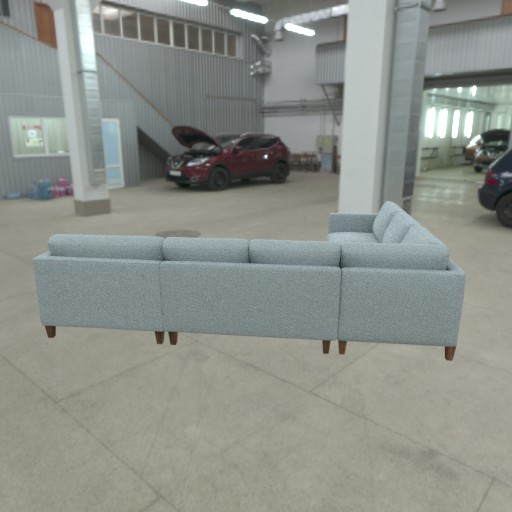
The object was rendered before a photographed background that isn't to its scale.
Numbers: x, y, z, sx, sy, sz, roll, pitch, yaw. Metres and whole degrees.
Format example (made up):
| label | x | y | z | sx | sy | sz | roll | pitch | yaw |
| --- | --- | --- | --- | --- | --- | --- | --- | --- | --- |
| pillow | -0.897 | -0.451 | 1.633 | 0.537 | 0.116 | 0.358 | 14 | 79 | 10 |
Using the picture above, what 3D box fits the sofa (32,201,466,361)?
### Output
| label | x | y | z | sx | sy | sz | roll | pitch | yaw |
| --- | --- | --- | --- | --- | --- | --- | --- | --- | --- |
| sofa | 0.000 | 0.000 | 4.642 | 3.403 | 0.889 | 2.551 | 2 | 16 | 7 |
